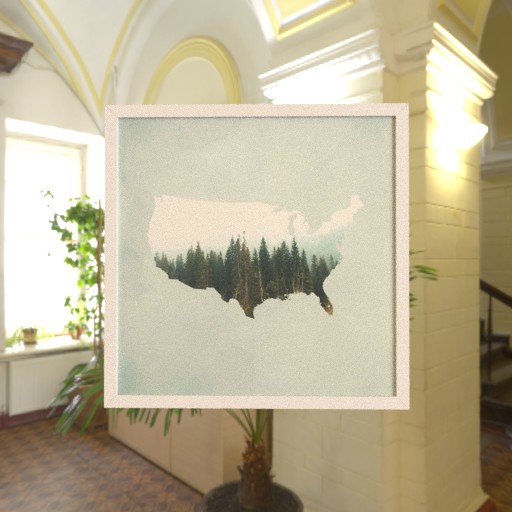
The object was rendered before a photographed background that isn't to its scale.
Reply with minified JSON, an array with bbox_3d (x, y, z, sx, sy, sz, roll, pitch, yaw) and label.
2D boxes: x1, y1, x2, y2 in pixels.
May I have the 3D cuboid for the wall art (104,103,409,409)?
[{"bbox_3d":[0.000,0.000,0.760,0.509,0.509,0.040,0,0,1],"label":"wall art"}]
